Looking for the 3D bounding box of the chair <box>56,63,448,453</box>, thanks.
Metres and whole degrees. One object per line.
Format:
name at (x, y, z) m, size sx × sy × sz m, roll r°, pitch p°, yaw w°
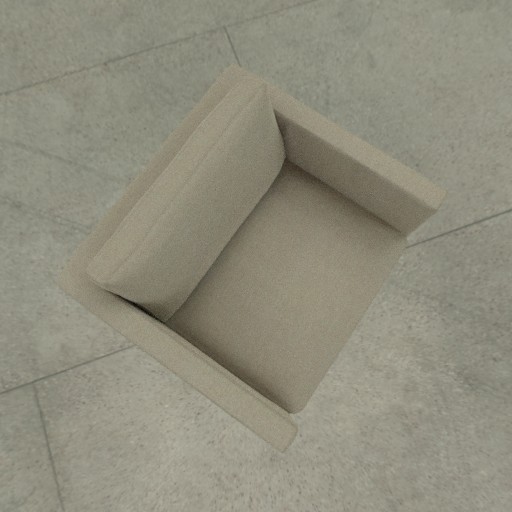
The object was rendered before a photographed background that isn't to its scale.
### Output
chair at (0.000, 0.000, 1.744) m, size 0.949 × 0.863 × 1.057 m, roll 34°, pitch 79°, yaw 8°
